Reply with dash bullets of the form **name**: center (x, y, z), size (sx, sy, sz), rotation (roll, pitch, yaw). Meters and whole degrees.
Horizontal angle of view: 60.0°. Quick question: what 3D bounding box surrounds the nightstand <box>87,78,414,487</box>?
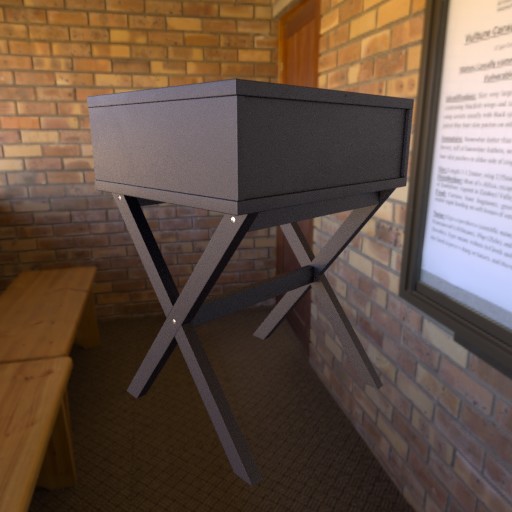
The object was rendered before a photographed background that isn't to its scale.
- **nightstand**: center (0.000, 0.000, 0.925), size (0.402, 0.623, 0.479), rotation (15, 21, 42)
